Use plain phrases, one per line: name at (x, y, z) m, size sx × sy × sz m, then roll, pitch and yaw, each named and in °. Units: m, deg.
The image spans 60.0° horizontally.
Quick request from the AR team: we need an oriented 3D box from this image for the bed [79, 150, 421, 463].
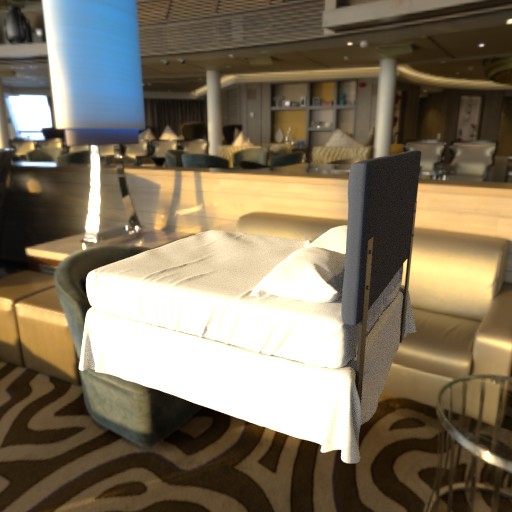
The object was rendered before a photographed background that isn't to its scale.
bed at (0.000, 0.000, 3.425) m, size 2.222 × 1.577 × 1.936 m, roll 8°, pitch 18°, yaw 27°
